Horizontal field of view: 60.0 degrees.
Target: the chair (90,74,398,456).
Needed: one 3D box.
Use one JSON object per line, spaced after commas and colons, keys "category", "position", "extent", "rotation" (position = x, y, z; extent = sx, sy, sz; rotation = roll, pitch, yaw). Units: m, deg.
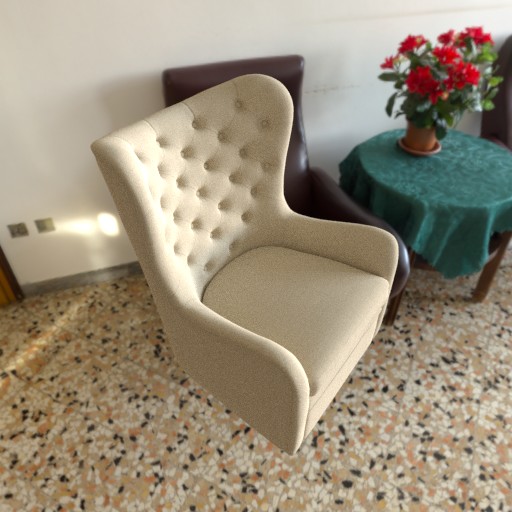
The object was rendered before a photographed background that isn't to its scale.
{"category": "chair", "position": [0.000, 0.000, 1.733], "extent": [0.929, 1.079, 0.831], "rotation": [25, 47, 27]}
